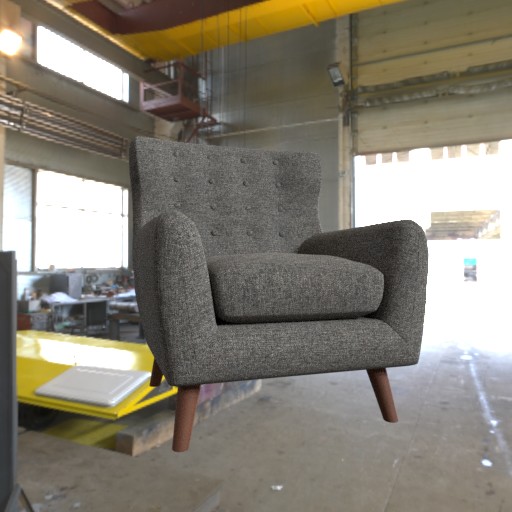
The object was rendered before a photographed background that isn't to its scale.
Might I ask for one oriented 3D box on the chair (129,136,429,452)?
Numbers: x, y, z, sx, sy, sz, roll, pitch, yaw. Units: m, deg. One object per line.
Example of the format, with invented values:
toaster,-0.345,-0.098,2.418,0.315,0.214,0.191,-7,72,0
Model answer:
chair,0.000,0.000,1.667,0.889,1.039,0.940,0,-1,-19
